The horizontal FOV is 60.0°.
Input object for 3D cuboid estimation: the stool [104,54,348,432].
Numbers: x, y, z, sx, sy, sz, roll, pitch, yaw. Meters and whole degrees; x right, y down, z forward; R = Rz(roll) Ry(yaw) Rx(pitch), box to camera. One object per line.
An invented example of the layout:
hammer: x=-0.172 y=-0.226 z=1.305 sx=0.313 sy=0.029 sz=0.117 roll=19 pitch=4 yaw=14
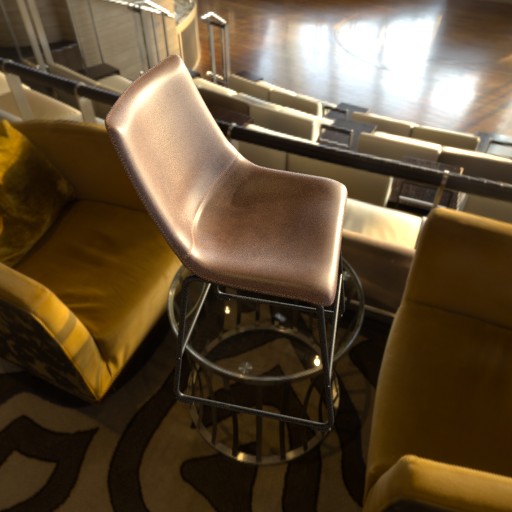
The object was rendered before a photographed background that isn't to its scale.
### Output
stool: x=0.000 y=0.000 z=1.193 sx=0.550 sy=0.890 sz=0.460 roll=9 pitch=44 yaw=9
